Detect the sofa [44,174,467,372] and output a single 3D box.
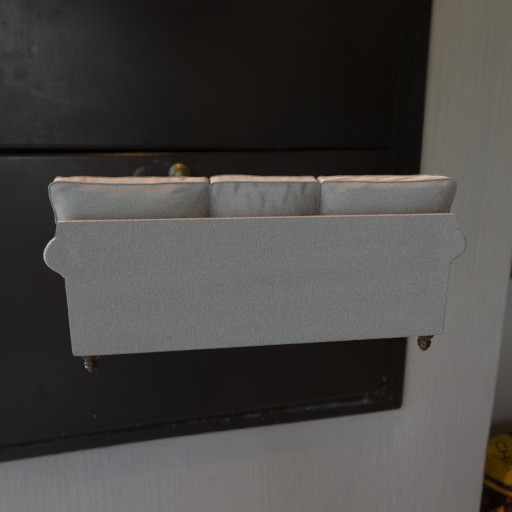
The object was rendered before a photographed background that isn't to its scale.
[{"bbox_3d":[0.000,0.000,2.597,2.084,0.961,0.916,-2,13,-8],"label":"sofa"}]
